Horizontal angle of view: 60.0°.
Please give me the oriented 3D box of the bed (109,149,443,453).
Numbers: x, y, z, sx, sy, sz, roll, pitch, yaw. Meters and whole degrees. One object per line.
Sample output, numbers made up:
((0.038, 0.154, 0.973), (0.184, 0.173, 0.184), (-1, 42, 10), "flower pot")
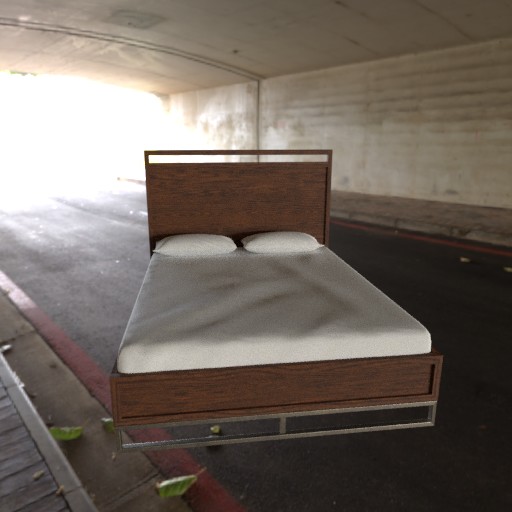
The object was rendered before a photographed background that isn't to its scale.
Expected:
((0.000, 0.000, 3.287), (1.765, 1.487, 2.218), (-2, 15, -7), "bed")
